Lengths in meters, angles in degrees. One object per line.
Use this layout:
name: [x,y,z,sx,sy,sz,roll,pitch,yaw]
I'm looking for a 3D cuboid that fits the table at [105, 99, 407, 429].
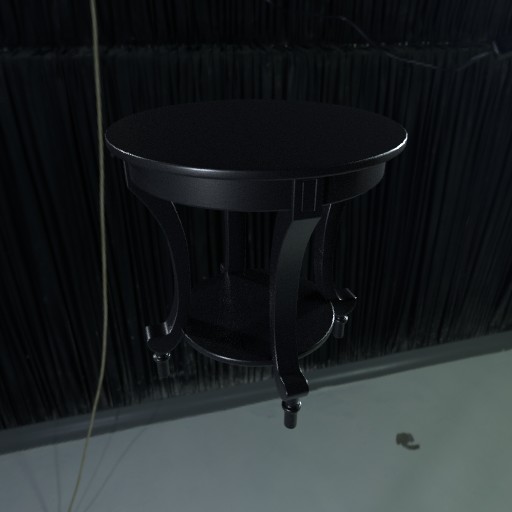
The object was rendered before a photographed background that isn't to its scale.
table: [0.000,0.000,1.060,0.597,0.618,0.597,0,29,0]
